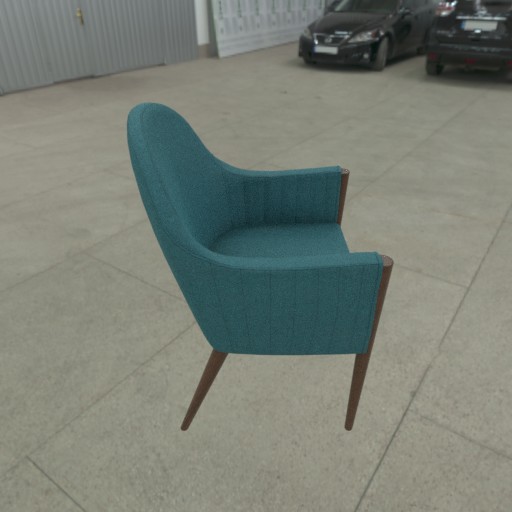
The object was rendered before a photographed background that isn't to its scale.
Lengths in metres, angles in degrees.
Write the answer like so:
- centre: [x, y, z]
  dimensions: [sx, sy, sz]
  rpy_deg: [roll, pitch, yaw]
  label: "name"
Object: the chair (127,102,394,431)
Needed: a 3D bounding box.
- centre: [0.000, 0.000, 1.385]
  dimensions: [0.652, 0.907, 0.656]
  rpy_deg: [0, 32, 0]
  label: "chair"
